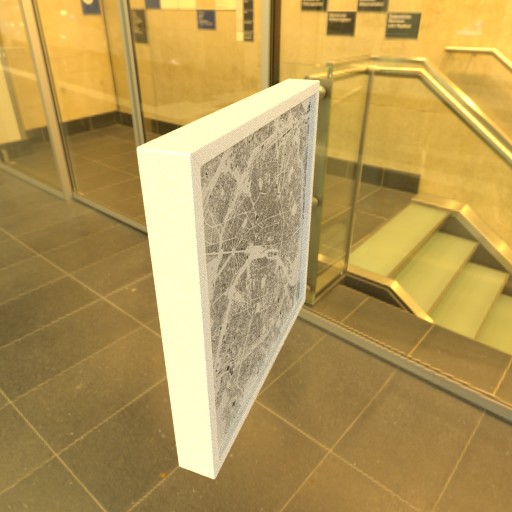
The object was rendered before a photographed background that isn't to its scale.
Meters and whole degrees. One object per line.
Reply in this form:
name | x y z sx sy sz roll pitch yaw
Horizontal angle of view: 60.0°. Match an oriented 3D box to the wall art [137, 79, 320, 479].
wall art | 0.000 0.000 0.460 0.038 0.305 0.305 11 31 18
